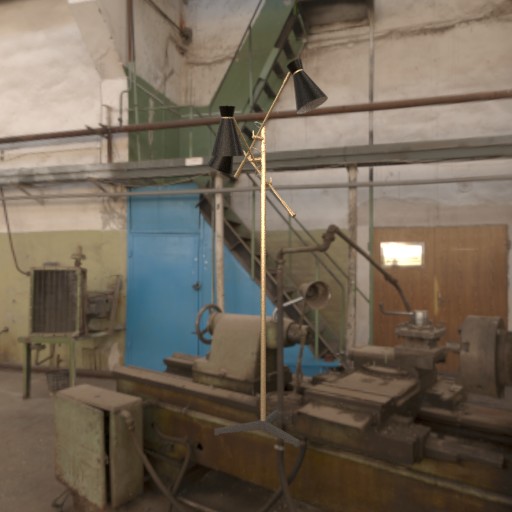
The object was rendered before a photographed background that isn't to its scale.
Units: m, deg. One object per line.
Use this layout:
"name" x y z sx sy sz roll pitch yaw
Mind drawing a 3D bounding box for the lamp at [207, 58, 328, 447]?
"lamp" 0.000 0.000 2.218 0.750 1.804 0.653 0 0 19
